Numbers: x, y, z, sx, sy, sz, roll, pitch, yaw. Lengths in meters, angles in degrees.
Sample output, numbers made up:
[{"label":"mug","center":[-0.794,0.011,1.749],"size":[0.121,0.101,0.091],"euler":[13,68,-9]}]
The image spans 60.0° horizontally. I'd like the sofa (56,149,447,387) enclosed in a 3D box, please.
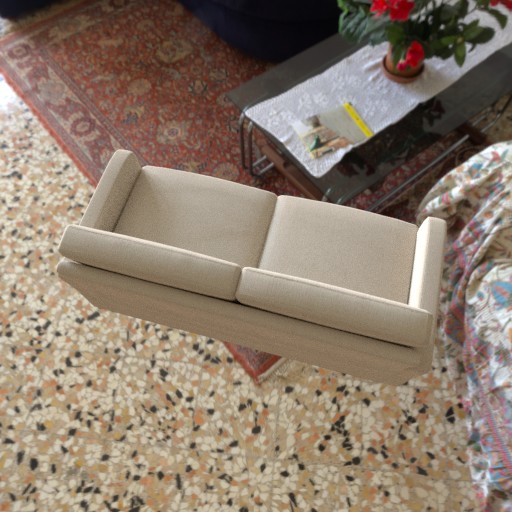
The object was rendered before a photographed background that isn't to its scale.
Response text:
[{"label":"sofa","center":[0.000,0.000,2.305],"size":[1.808,0.831,0.894],"euler":[14,64,7]}]
